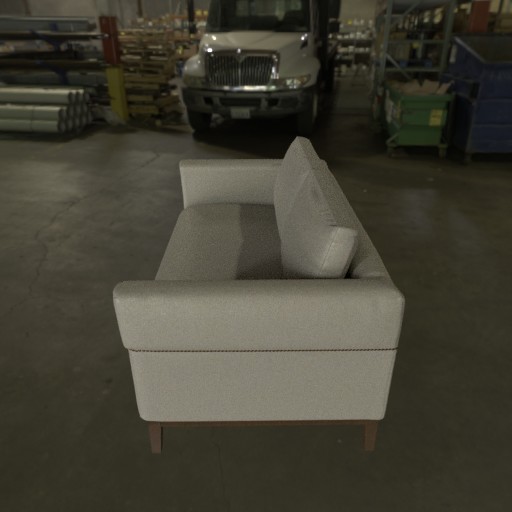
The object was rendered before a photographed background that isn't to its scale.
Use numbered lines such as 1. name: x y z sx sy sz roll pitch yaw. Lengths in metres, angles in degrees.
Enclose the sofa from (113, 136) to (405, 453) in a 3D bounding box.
1. sofa: 0.000 0.000 2.144 0.899 0.873 1.598 0 27 -1
